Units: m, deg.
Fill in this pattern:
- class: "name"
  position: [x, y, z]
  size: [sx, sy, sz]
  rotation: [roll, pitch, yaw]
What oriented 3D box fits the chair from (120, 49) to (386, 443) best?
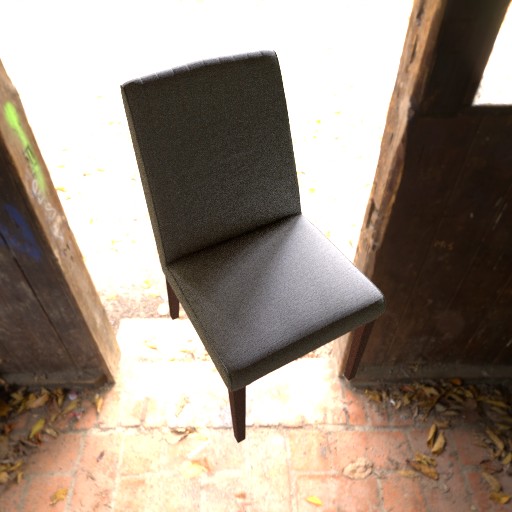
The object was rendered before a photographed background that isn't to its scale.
- class: "chair"
  position: [0.000, 0.000, 1.250]
  size: [0.480, 0.900, 0.594]
  rotation: [-22, 50, -20]
